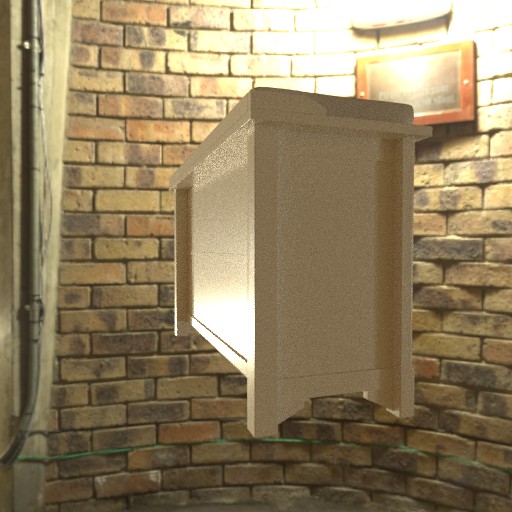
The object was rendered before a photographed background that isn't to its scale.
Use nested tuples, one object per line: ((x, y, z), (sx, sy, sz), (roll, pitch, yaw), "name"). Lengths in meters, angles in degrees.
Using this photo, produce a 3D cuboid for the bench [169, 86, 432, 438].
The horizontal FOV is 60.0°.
((0.000, 0.000, 1.225), (0.346, 0.589, 0.987), (0, 1, -18), "bench")
